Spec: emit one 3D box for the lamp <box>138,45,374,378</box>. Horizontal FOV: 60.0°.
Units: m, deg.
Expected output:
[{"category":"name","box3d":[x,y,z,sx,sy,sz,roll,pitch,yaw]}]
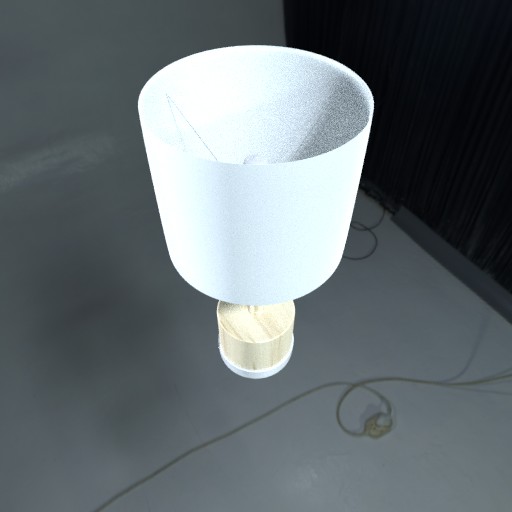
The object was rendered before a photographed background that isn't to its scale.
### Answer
[{"category":"lamp","box3d":[0.000,0.000,0.607,0.229,0.470,0.229,-26,53,-21]}]
